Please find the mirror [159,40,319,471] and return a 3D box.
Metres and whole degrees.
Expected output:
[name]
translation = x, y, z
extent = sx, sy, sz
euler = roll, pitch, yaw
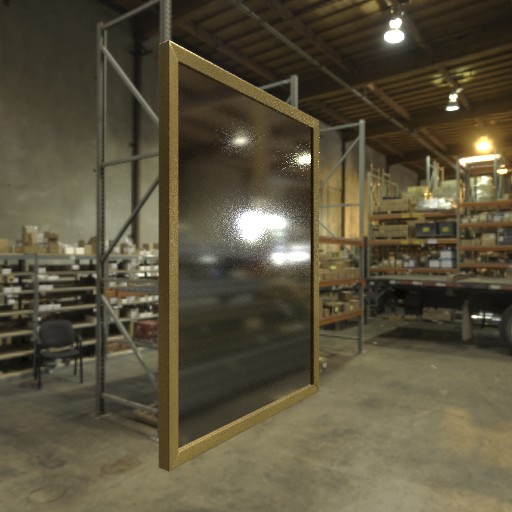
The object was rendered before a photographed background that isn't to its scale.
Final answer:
[mirror]
translation = 0.000, 0.000, 1.365
extent = 0.040, 1.016, 0.762
euler = 0, 0, 35
